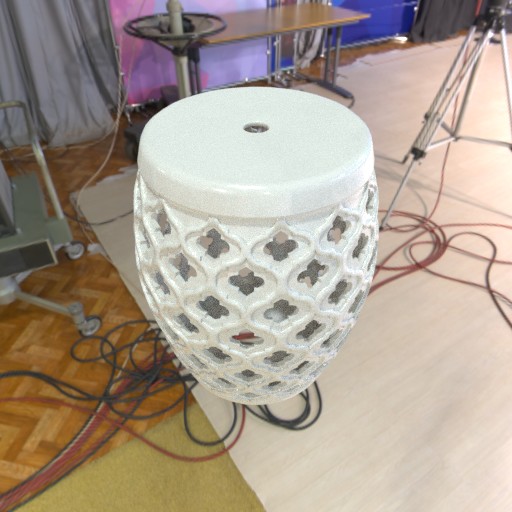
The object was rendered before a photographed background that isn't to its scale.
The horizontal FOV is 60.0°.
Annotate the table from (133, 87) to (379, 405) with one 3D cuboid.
[{"bbox_3d":[0.000,0.000,0.629,0.325,0.388,0.325,0,41,0],"label":"table"}]
